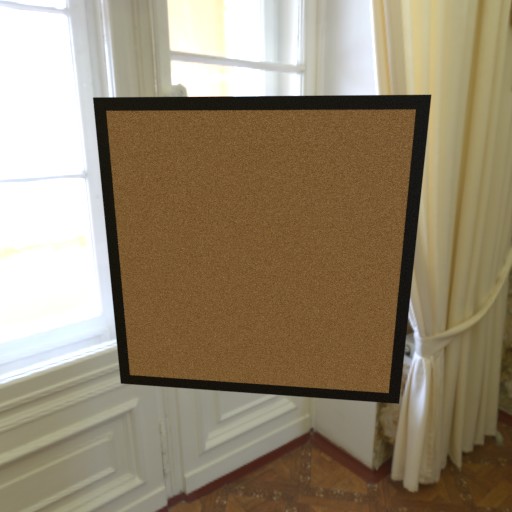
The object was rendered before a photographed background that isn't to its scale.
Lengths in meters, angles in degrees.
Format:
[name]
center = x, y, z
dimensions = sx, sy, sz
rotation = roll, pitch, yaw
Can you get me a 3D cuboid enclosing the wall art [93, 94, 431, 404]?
[wall art]
center = 0.000, 0.000, 0.750
dimensions = 0.508, 0.508, 0.038
rotation = 2, 16, 7
